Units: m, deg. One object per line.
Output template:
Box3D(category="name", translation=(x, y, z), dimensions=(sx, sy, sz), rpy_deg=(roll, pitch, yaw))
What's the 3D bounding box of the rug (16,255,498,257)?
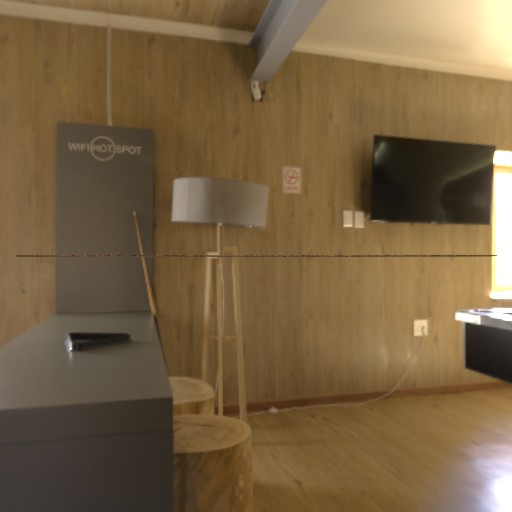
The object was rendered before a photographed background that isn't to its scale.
Box3D(category="rug", translation=(0.000, 0.000, 5.208), dimensions=(4.093, 0.020, 2.997), rpy_deg=(0, 0, 0))
